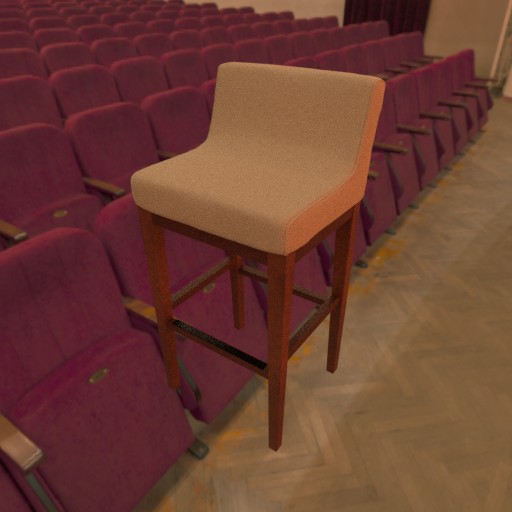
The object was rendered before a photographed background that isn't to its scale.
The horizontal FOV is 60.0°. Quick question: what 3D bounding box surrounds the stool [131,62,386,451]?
[{"bbox_3d":[0.000,0.000,1.368,0.511,1.037,0.500,20,36,29],"label":"stool"}]
